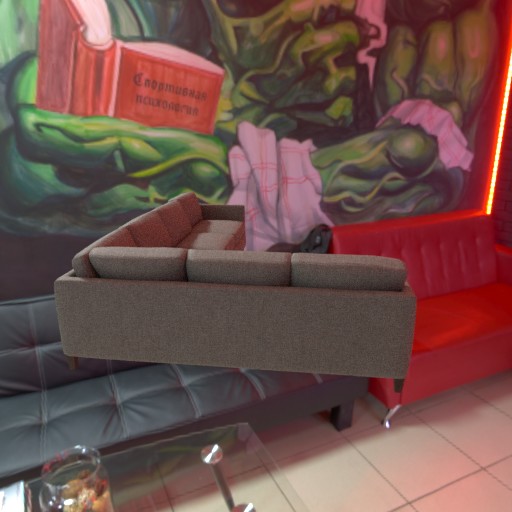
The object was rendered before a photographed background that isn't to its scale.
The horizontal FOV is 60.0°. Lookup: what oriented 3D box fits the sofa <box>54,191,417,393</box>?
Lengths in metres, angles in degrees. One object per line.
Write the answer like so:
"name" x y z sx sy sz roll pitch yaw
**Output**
"sofa" 0.000 0.000 4.657 2.593 0.947 3.302 2 17 7
